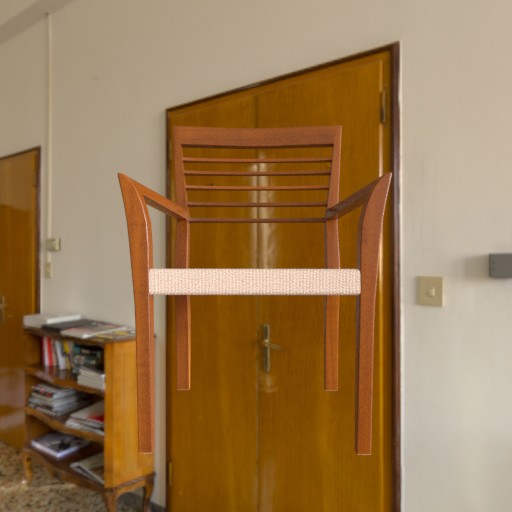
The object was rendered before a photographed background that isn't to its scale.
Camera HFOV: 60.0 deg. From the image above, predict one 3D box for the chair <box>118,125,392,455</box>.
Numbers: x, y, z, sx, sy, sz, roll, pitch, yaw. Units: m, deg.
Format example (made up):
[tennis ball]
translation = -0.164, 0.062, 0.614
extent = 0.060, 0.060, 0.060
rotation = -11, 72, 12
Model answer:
[chair]
translation = 0.000, 0.000, 1.212
extent = 0.587, 0.855, 0.540
rotation = 0, 0, 1
